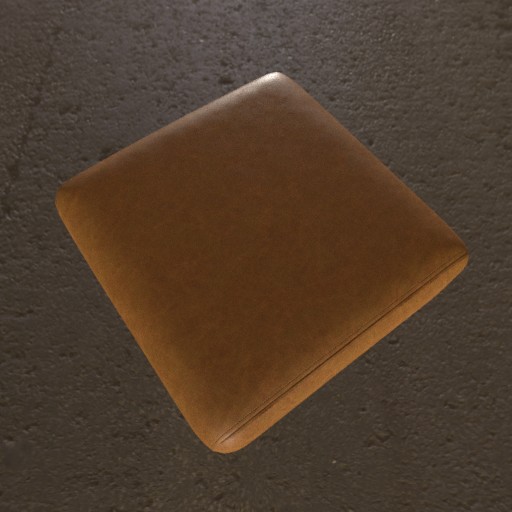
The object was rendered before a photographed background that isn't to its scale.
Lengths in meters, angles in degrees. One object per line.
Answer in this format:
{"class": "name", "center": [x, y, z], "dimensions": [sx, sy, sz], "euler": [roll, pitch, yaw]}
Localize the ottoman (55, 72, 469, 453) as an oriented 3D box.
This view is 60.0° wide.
{"class": "ottoman", "center": [0.000, 0.000, 1.052], "dimensions": [0.650, 0.399, 0.650], "euler": [-33, 68, -15]}
